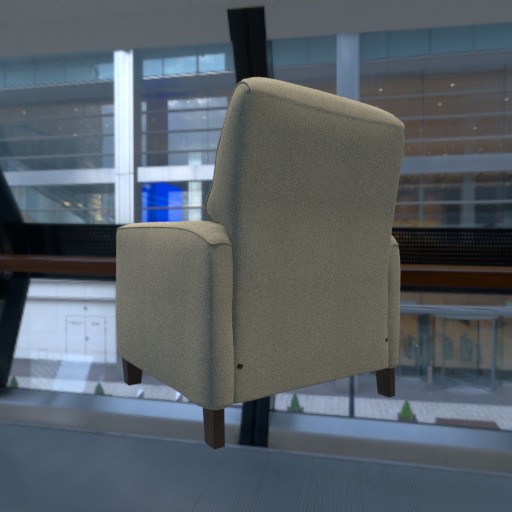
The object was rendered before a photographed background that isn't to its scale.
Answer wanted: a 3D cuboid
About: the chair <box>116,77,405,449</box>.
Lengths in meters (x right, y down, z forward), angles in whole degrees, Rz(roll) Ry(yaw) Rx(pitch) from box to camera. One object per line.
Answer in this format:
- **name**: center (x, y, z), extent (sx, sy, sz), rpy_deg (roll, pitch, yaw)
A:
- **chair**: center (0.000, 0.000, 1.649), extent (0.850, 1.006, 0.853), rpy_deg (-1, 1, -35)
